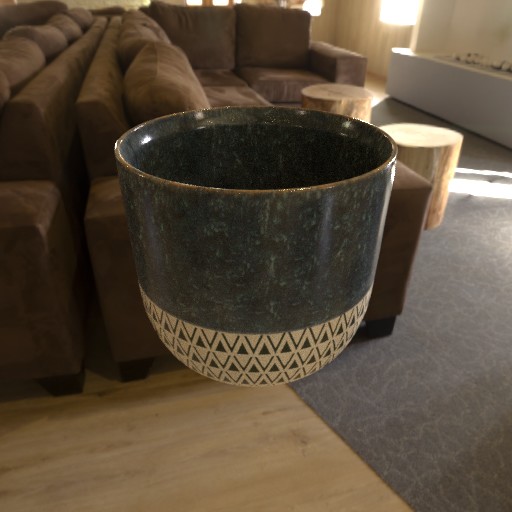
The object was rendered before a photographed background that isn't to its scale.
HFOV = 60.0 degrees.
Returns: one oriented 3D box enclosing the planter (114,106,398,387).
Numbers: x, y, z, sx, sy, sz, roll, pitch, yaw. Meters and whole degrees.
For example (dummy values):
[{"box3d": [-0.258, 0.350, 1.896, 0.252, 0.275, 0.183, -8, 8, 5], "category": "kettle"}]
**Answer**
[{"box3d": [0.000, 0.000, 0.500, 0.266, 0.270, 0.266, 0, 31, 0], "category": "planter"}]
